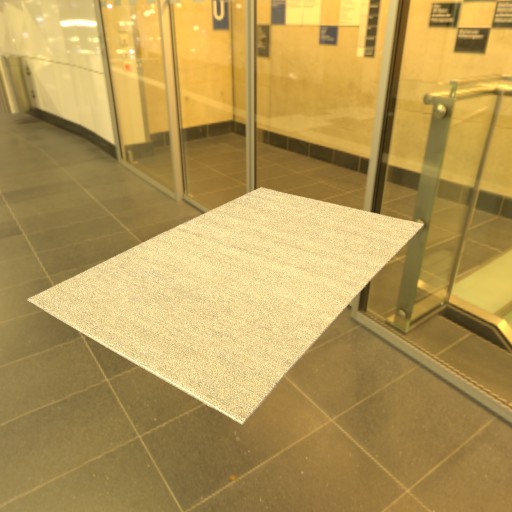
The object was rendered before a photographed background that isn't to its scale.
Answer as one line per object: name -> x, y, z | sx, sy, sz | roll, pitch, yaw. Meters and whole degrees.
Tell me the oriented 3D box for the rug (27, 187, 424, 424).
rug -> 0.000, 0.000, 2.291 | 1.179, 0.022, 1.820 | 18, 33, 31
